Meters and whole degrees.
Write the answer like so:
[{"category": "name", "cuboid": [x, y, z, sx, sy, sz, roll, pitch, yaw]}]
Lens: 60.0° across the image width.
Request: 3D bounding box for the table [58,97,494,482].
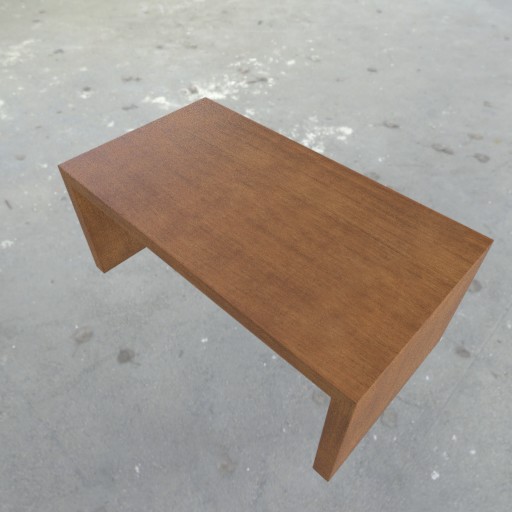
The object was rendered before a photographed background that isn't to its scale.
[{"category": "table", "cuboid": [0.000, 0.000, 1.276, 1.000, 0.419, 0.549, 35, 56, 28]}]
